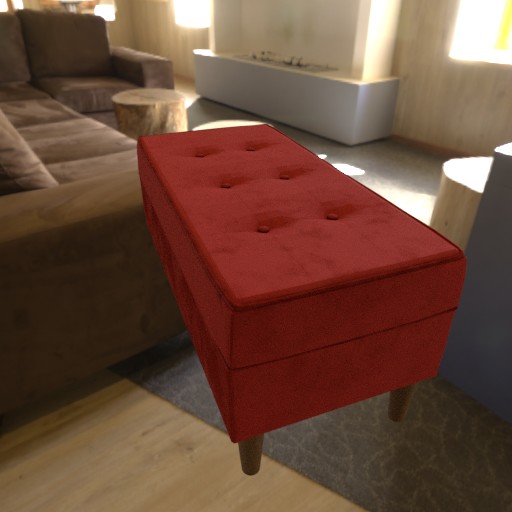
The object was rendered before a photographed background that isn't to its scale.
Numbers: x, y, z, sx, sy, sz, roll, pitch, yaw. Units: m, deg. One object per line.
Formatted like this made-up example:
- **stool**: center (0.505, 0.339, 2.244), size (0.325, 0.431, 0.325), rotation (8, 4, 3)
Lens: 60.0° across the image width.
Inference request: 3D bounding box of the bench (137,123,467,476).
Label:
- **bench**: center (0.000, 0.000, 1.259), size (0.492, 0.471, 1.016), rotation (-11, 33, -18)
